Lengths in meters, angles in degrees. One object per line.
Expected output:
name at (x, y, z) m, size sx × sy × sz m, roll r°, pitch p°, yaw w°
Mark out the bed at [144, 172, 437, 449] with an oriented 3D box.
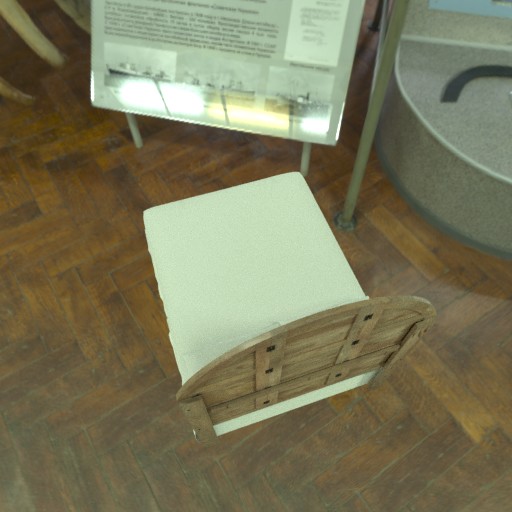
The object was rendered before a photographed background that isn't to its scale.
bed at (0.000, 0.000, 3.471) m, size 1.713 × 2.002 × 2.112 m, roll -16°, pitch 59°, yaw -10°
